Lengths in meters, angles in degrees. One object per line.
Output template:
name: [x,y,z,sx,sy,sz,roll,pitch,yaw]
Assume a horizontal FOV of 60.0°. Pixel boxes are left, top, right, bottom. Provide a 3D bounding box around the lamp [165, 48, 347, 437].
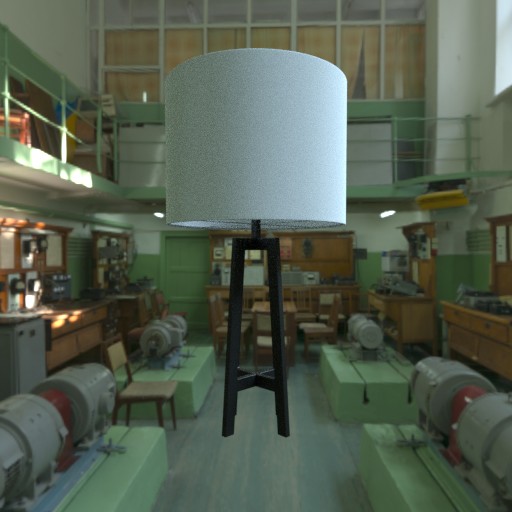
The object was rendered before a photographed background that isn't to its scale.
lamp: [0.000,0.000,0.642,0.257,0.489,0.257,0,1,0]
